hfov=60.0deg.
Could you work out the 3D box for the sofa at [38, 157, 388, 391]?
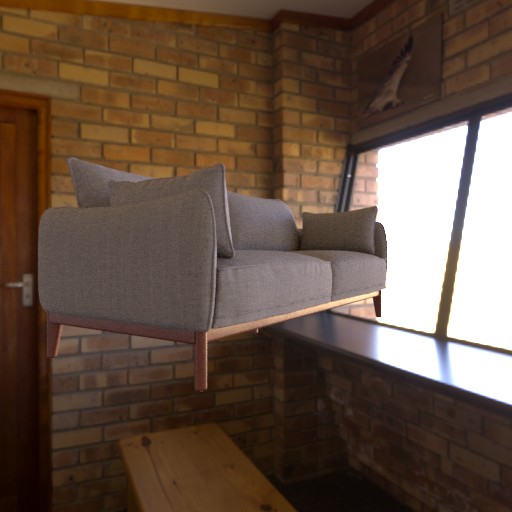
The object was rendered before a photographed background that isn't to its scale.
[{"bbox_3d":[0.000,0.000,2.423,0.972,0.851,1.989,0,1,33],"label":"sofa"}]
